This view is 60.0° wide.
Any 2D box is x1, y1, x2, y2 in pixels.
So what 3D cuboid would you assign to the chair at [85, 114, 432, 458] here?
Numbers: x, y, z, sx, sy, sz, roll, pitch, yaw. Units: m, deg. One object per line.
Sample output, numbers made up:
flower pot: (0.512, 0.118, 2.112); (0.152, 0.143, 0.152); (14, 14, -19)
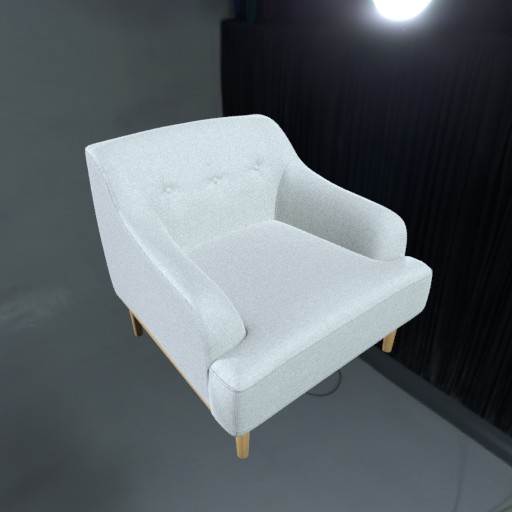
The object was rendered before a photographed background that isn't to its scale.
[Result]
chair: (0.000, 0.000, 1.653); (0.946, 0.818, 0.951); (-23, 37, -34)
